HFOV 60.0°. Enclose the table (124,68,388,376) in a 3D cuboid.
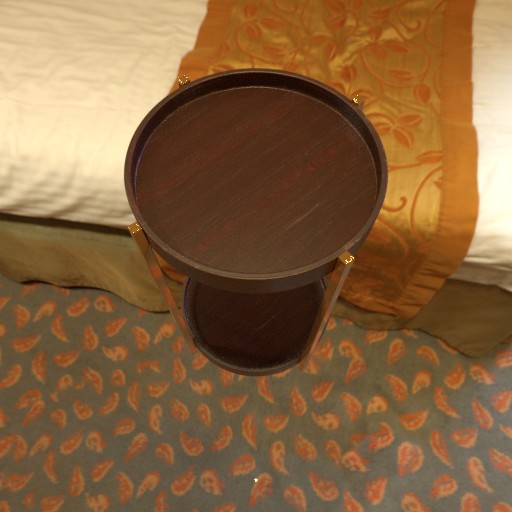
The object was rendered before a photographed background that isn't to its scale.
[{"bbox_3d":[0.000,0.000,0.893,0.400,0.610,0.400,-33,68,-15],"label":"table"}]
